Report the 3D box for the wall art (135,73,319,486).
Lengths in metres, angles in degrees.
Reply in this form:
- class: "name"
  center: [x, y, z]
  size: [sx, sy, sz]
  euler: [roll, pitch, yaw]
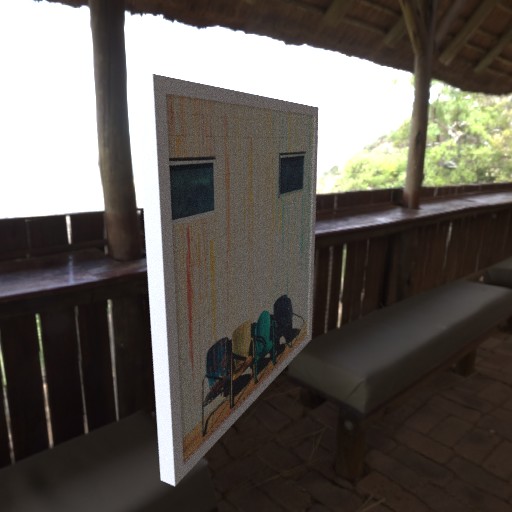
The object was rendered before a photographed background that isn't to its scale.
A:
- class: "wall art"
  center: [0.000, 0.000, 1.114]
  size: [0.036, 0.760, 0.760]
  euler: [7, 16, 27]
